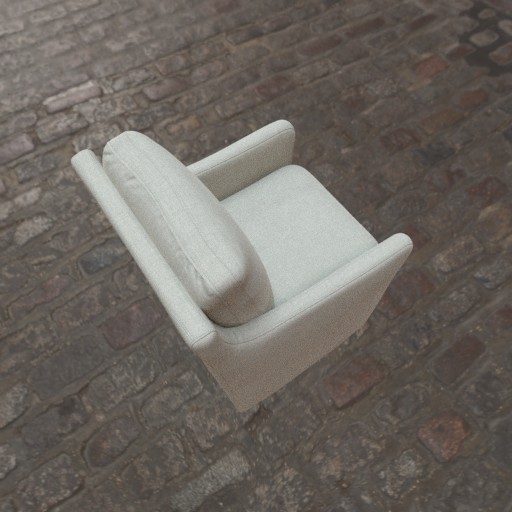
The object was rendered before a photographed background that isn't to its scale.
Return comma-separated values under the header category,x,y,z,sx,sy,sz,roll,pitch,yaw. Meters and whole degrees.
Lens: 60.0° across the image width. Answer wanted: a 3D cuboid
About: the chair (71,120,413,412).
category,x,y,z,sx,sy,sz,roll,pitch,yaw
chair,0.000,0.000,1.381,0.694,0.914,0.626,-31,64,-17
